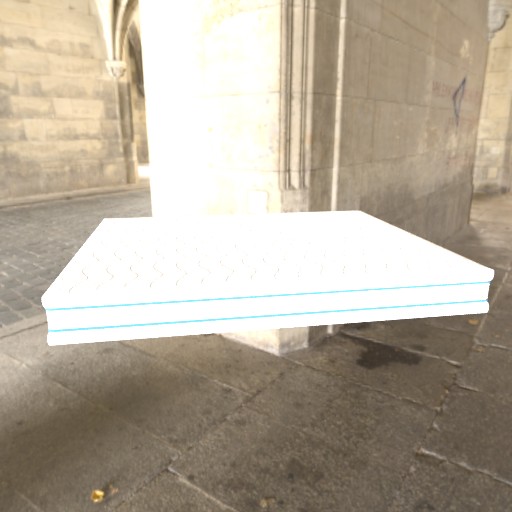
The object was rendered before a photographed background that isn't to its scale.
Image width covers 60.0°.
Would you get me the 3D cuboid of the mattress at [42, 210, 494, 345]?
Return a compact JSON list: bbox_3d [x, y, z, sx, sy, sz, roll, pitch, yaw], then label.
[{"bbox_3d":[0.000,0.000,2.699,2.000,0.230,1.600,-3,16,-9],"label":"mattress"}]
